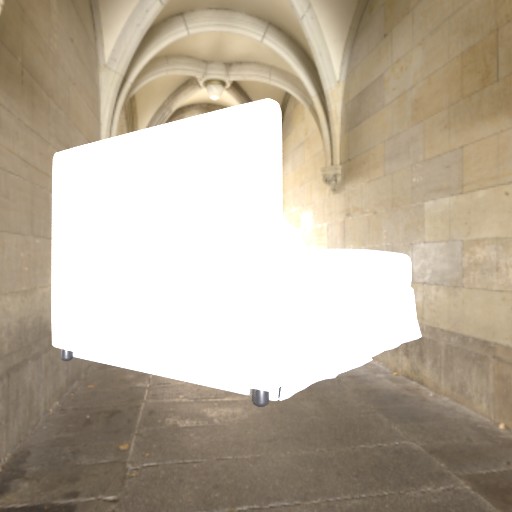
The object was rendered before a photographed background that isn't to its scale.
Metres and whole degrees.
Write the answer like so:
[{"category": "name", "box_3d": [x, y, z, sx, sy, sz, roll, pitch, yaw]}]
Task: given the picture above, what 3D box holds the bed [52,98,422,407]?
[{"category": "bed", "box_3d": [0.000, 0.000, 3.179, 1.748, 1.330, 2.142, 0, -1, 36]}]
